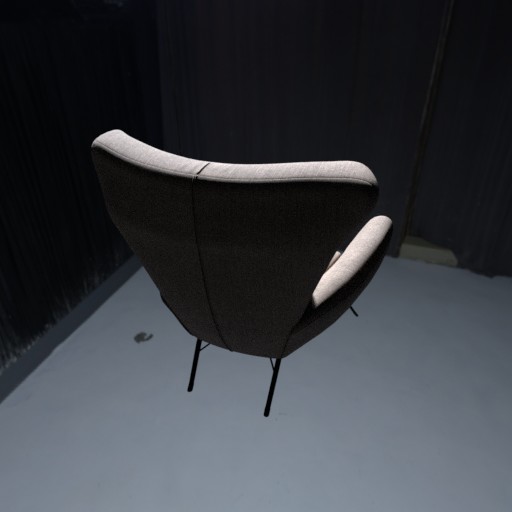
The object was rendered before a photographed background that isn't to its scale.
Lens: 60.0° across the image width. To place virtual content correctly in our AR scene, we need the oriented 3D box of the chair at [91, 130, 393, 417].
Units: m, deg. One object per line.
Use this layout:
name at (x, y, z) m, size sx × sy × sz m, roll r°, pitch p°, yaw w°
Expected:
chair at (0.000, 0.000, 1.761) m, size 0.980 × 1.040 × 0.900 m, roll 11°, pitch 33°, yaw 17°
